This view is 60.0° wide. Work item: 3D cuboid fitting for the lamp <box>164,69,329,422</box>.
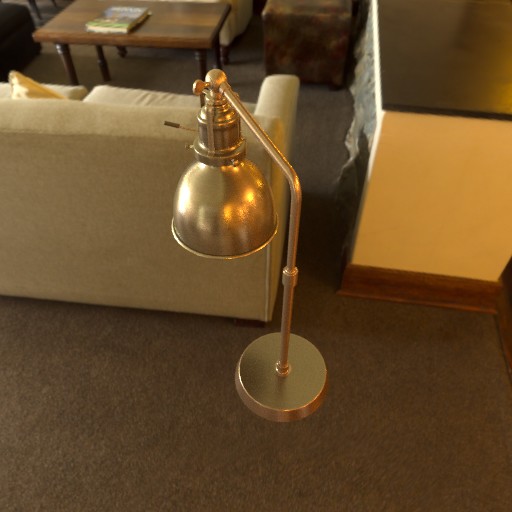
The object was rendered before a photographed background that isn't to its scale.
[{"bbox_3d":[0.000,0.000,0.595,0.153,0.456,0.286,-30,53,-26],"label":"lamp"}]
